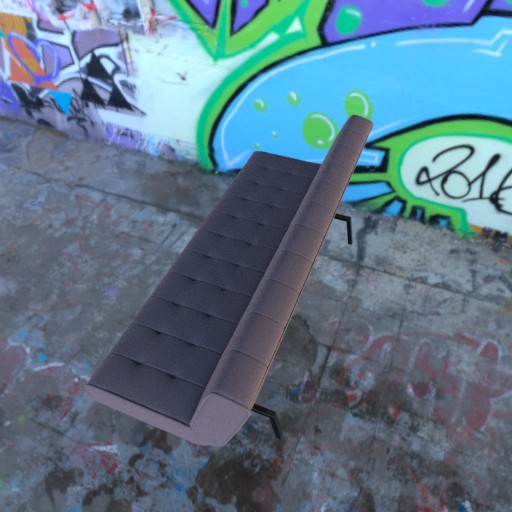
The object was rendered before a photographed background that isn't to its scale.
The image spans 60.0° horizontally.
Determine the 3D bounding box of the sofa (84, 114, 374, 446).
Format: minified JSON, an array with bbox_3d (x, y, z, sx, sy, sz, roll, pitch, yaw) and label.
[{"bbox_3d":[0.000,0.000,2.114,0.747,0.699,1.703,16,49,15],"label":"sofa"}]
